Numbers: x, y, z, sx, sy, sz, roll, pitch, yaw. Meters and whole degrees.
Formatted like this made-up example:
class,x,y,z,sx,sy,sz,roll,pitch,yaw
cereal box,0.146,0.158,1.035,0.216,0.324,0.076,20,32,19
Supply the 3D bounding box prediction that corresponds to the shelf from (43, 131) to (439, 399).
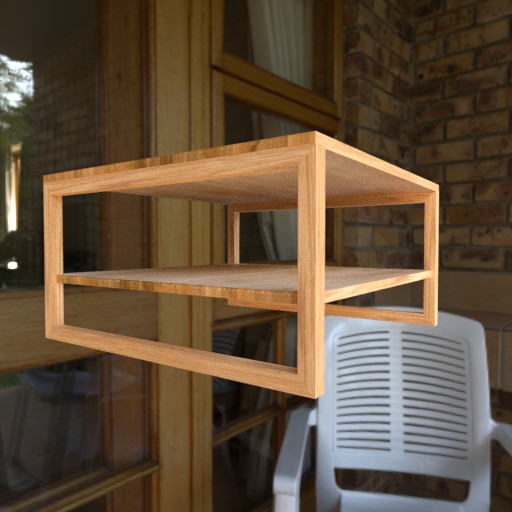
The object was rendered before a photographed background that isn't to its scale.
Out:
class,x,y,z,sx,sy,sz,roll,pitch,yaw
shelf,0.000,0.000,1.418,0.899,0.480,0.899,1,2,35
